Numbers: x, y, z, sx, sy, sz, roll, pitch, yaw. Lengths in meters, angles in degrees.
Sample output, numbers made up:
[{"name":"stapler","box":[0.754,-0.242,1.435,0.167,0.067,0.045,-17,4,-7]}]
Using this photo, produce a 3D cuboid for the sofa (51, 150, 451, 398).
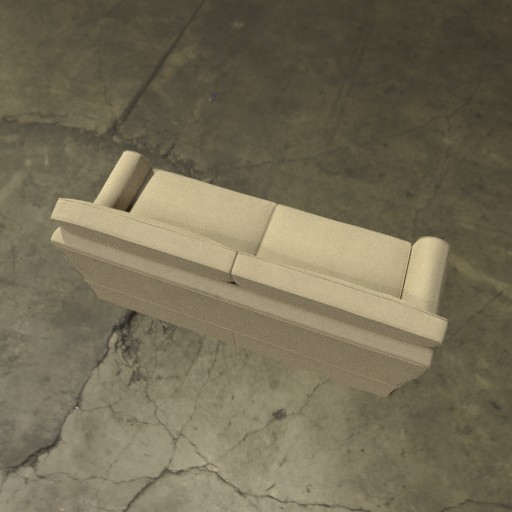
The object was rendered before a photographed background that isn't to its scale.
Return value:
[{"name":"sofa","box":[0.000,0.000,2.753,2.246,1.014,0.900,17,63,9]}]
